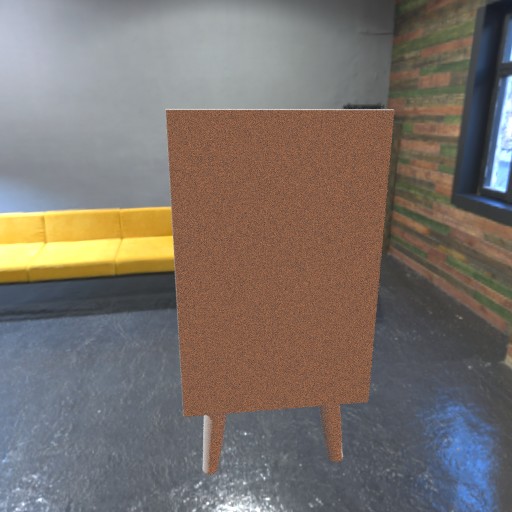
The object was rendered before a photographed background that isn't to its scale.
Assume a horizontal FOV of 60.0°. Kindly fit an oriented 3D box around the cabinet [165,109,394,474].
[{"bbox_3d":[0.000,0.000,1.227,0.398,0.761,0.800,-2,18,-7],"label":"cabinet"}]
